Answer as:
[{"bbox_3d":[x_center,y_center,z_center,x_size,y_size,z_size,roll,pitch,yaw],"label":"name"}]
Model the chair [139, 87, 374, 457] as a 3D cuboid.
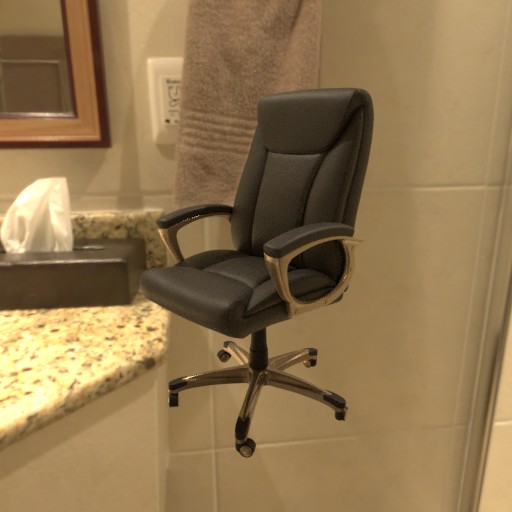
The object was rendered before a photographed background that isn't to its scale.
[{"bbox_3d":[0.000,0.000,1.632,0.694,1.188,0.748,15,21,43],"label":"chair"}]
